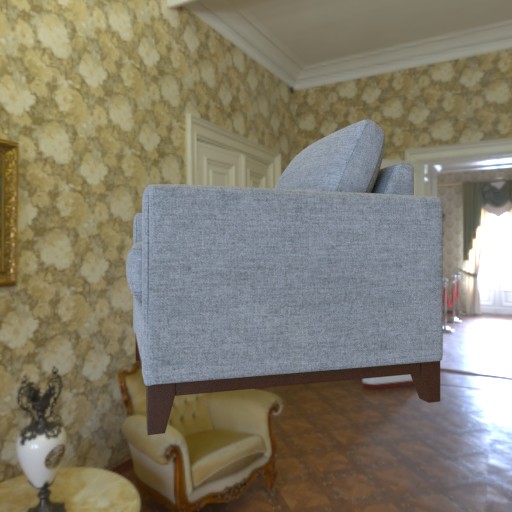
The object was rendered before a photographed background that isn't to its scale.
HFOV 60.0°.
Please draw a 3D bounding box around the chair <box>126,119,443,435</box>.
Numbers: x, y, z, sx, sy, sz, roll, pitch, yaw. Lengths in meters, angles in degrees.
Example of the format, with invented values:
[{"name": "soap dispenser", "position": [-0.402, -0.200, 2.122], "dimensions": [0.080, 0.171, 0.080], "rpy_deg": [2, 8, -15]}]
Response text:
[{"name": "chair", "position": [0.000, 0.000, 1.852], "dimensions": [1.038, 1.010, 1.024], "rpy_deg": [0, 0, -17]}]
